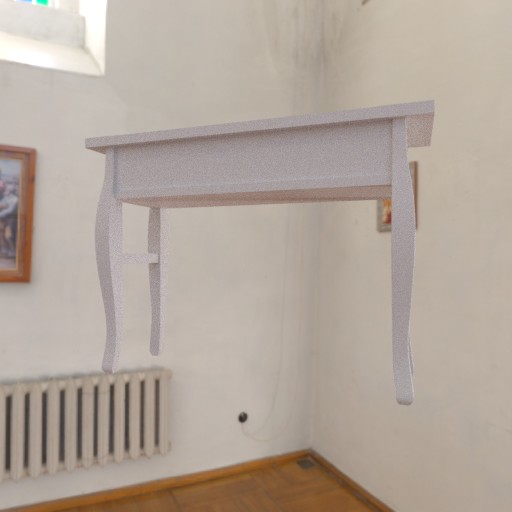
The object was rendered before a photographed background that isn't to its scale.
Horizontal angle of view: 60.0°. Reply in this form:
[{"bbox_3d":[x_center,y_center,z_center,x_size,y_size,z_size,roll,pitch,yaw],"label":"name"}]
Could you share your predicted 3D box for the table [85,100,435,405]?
[{"bbox_3d":[0.000,0.000,1.437,1.062,0.768,0.373,0,0,20],"label":"table"}]
